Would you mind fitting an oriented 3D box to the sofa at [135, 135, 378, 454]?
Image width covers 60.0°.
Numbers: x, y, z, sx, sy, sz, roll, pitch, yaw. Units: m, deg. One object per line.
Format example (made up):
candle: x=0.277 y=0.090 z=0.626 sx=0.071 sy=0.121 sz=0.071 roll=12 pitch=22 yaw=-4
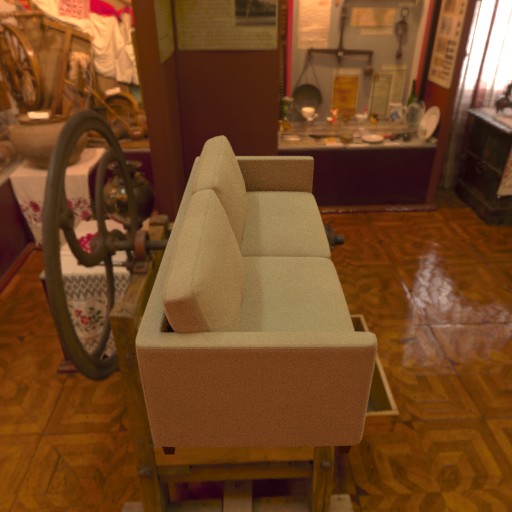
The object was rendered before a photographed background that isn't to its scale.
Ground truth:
sofa: x=0.000 y=0.000 z=2.695 sx=0.948 sy=0.932 sz=2.181 roll=0 pitch=31 yaw=0
